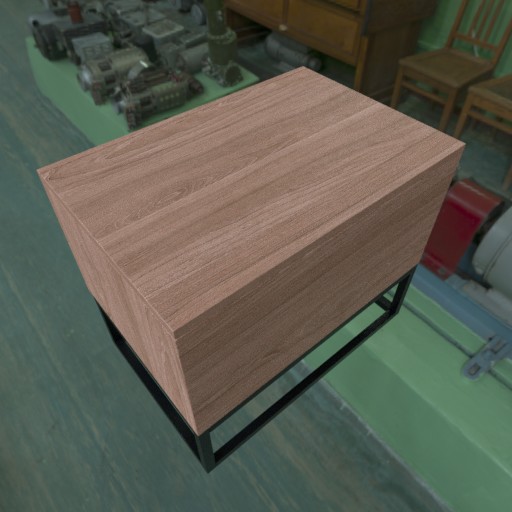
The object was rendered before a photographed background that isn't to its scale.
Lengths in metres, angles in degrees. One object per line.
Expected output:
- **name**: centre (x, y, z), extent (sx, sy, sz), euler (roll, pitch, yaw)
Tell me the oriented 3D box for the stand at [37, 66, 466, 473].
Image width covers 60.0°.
- **stand**: centre (0.000, 0.000, 0.928), extent (0.600, 0.500, 0.420), euler (-31, 54, -26)
